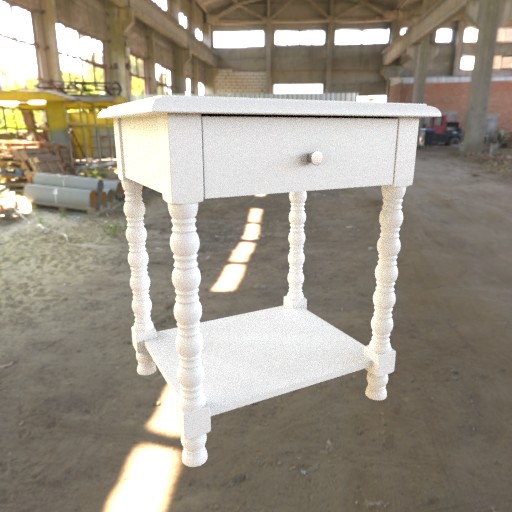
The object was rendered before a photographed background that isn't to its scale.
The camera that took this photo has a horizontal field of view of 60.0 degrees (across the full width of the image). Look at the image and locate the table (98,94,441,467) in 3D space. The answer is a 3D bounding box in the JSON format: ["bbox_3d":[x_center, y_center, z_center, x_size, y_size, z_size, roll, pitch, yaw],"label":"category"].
[{"bbox_3d":[0.000,0.000,0.825,0.460,0.531,0.381,-8,18,-26],"label":"table"}]
